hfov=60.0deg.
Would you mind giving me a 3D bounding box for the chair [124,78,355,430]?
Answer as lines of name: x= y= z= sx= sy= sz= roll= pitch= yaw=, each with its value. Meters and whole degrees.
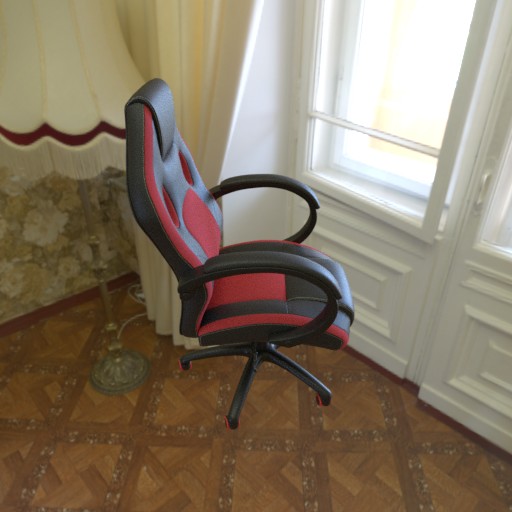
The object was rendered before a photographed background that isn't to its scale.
chair: x=0.000 y=0.000 z=1.614 sx=0.724 sy=1.187 sz=0.673 roll=0 pitch=33 yaw=1
